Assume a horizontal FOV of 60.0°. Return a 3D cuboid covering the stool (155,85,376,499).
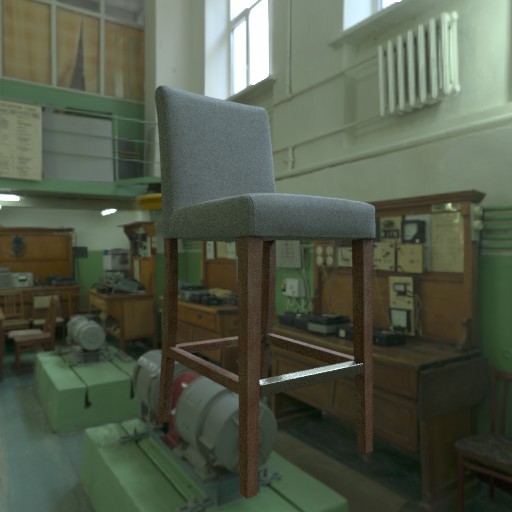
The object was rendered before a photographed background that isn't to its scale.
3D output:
[{"bbox_3d":[0.000,0.000,1.338,0.439,1.088,0.570,-1,1,-34],"label":"stool"}]
